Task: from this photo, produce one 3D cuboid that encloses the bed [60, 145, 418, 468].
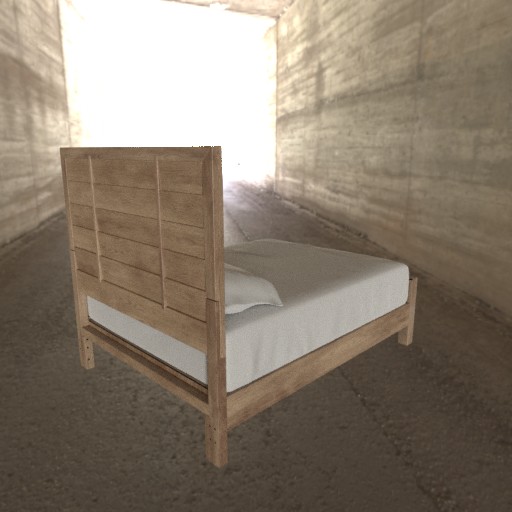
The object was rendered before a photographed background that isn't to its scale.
[{"bbox_3d":[0.000,0.000,3.425,1.626,1.626,2.197,13,18,43],"label":"bed"}]
